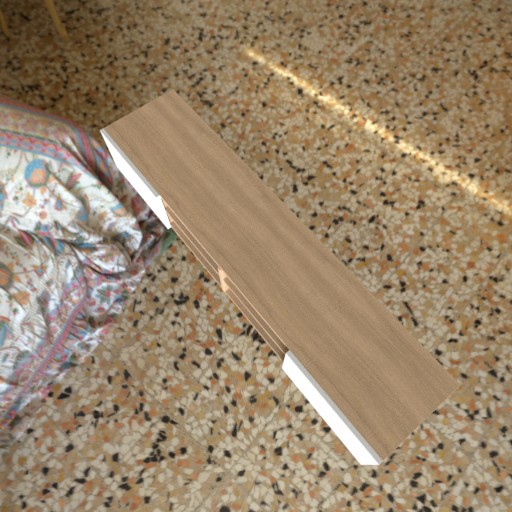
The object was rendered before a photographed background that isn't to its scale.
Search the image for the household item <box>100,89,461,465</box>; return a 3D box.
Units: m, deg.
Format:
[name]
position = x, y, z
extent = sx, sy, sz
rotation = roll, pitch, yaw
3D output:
[household item]
position = 0.000, 0.000, 2.000
extent = 0.420, 0.310, 1.850
rotation = -36, 70, -15
